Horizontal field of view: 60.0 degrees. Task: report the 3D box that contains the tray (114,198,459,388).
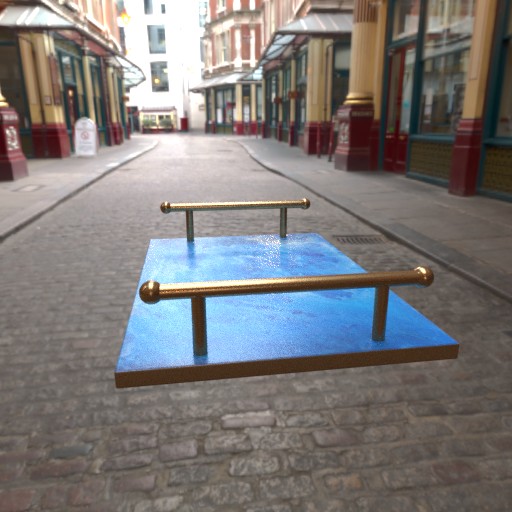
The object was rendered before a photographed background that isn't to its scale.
[{"bbox_3d":[0.000,0.000,0.582,0.304,0.084,0.444,-3,16,-9],"label":"tray"}]
